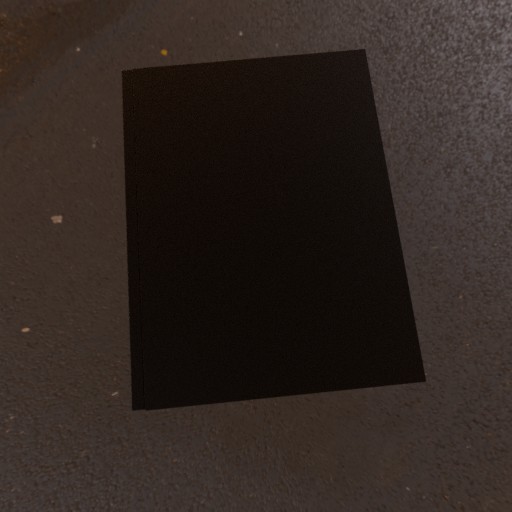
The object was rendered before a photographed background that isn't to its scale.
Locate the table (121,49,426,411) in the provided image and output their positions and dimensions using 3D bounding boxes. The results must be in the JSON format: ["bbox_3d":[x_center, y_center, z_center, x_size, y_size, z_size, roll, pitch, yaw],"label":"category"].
[{"bbox_3d":[0.000,0.000,0.987,0.441,0.584,0.564,-5,76,-1],"label":"table"}]
